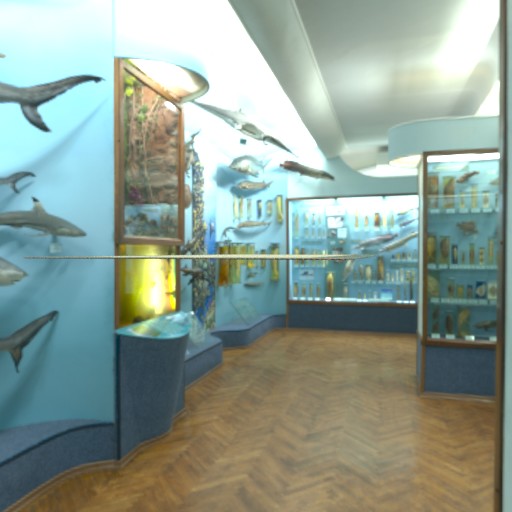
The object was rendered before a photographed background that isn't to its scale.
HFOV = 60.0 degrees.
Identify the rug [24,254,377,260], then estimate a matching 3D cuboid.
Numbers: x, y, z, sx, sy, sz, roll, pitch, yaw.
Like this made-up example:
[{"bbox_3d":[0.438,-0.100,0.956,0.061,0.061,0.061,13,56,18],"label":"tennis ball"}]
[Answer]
[{"bbox_3d":[0.000,0.000,2.983,1.521,0.006,2.435,0,1,18],"label":"rug"}]
